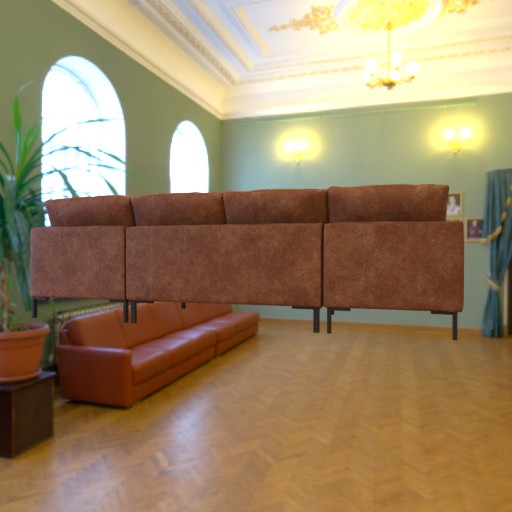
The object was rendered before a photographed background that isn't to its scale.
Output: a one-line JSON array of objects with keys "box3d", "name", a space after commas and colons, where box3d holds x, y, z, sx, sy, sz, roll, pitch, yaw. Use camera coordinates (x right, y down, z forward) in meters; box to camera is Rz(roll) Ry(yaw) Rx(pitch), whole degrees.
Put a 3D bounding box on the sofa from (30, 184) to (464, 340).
[{"box3d": [0.000, 0.000, 3.749, 2.956, 0.900, 1.939, 0, 1, 16], "name": "sofa"}]
